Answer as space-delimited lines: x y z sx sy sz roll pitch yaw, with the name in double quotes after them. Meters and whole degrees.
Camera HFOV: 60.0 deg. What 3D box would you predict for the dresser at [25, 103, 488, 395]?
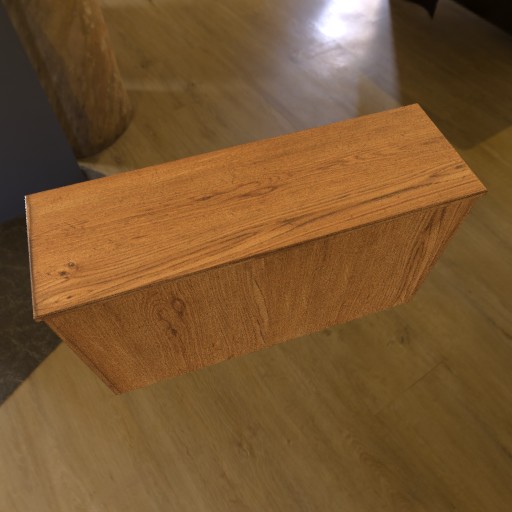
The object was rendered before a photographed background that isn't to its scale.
0.000 0.000 2.062 1.657 0.932 0.563 -16 59 -10 "dresser"
